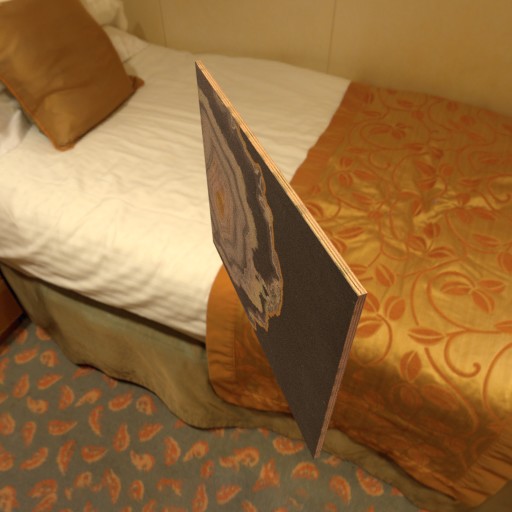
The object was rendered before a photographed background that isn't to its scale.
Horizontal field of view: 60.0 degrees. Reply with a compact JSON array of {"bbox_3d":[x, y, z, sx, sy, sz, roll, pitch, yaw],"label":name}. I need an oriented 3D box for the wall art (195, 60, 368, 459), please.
[{"bbox_3d":[0.000,0.000,0.696,0.010,0.408,0.508,-16,49,-14],"label":"wall art"}]
